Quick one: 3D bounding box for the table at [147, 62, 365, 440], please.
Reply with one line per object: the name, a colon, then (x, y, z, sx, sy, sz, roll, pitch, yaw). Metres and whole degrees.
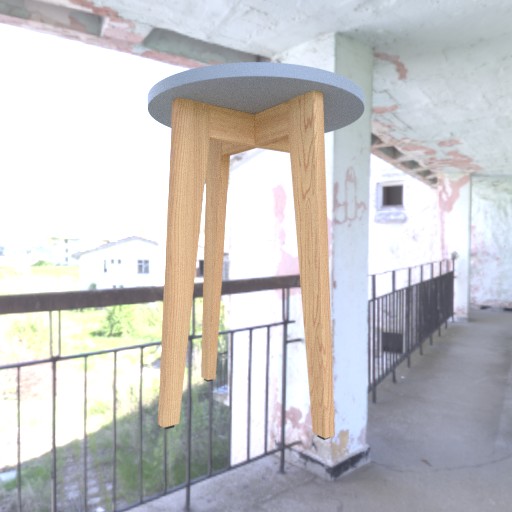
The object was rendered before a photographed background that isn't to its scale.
table: (0.000, 0.000, 0.742, 0.350, 0.500, 0.350, 0, 2, 0)
